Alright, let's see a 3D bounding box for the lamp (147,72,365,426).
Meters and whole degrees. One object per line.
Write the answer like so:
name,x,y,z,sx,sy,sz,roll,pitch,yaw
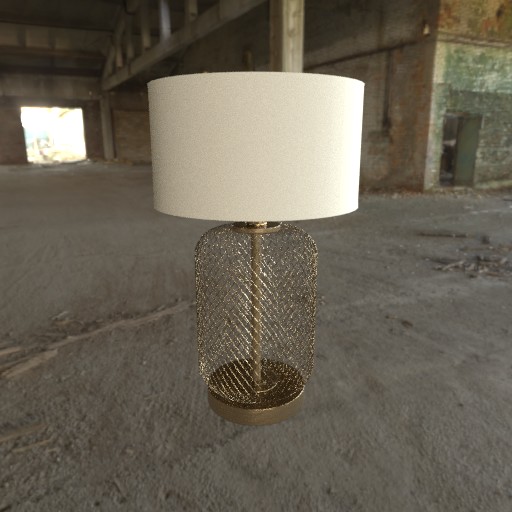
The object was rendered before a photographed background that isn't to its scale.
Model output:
lamp,0.000,0.000,0.809,0.353,0.578,0.353,0,15,0
